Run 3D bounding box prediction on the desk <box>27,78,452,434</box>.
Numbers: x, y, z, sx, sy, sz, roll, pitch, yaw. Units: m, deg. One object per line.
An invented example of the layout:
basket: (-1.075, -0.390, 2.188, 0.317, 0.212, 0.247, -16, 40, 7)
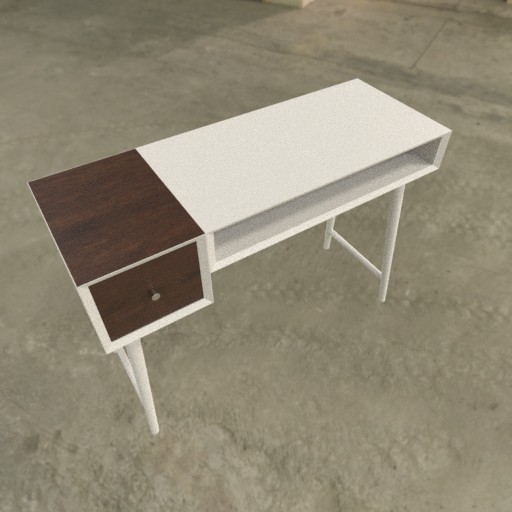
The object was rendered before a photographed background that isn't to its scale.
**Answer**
desk: (0.000, 0.000, 1.439, 1.069, 0.761, 0.409, -25, 51, -22)
